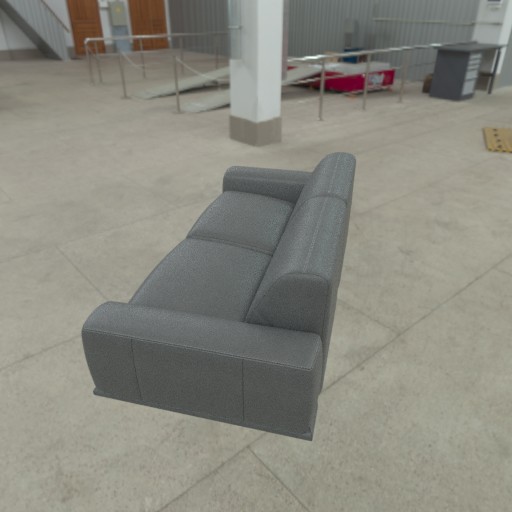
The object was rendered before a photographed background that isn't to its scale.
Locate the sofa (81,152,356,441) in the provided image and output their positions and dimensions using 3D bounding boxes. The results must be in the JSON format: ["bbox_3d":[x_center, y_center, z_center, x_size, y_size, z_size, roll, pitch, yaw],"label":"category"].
[{"bbox_3d":[0.000,0.000,2.369,0.900,0.772,1.901,7,31,12],"label":"sofa"}]
